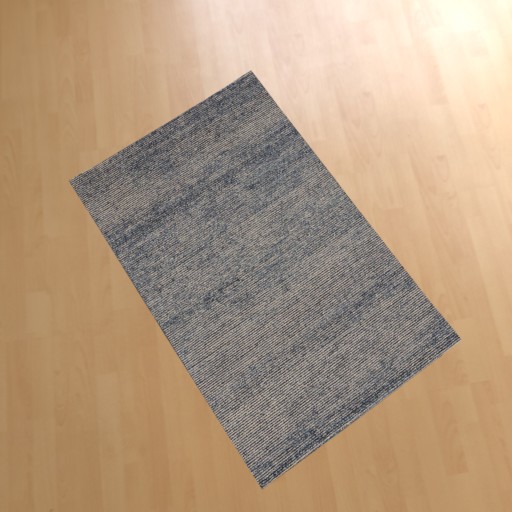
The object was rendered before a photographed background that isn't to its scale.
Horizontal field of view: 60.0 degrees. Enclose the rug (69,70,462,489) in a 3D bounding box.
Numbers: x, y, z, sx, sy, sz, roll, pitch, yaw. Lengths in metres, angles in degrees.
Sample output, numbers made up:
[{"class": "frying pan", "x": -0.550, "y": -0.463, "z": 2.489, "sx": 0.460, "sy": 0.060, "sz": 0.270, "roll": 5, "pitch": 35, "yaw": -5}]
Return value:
[{"class": "rug", "x": 0.000, "y": 0.000, "z": 2.208, "sx": 1.159, "sy": 0.025, "sz": 1.793, "roll": -33, "pitch": 78, "yaw": -8}]
